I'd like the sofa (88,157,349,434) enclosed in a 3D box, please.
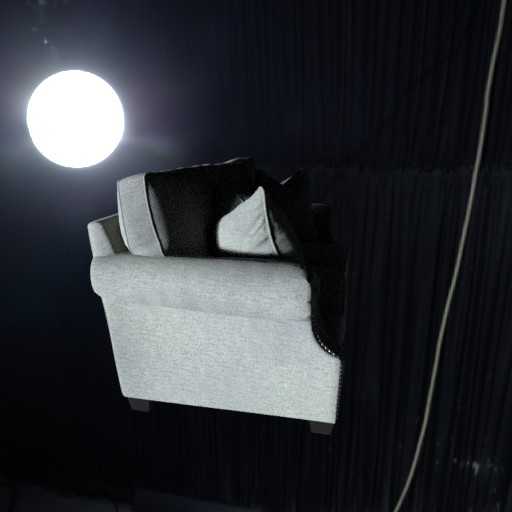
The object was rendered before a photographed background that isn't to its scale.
[{"bbox_3d":[0.000,0.000,2.340,0.966,0.966,1.701,3,15,12],"label":"sofa"}]
